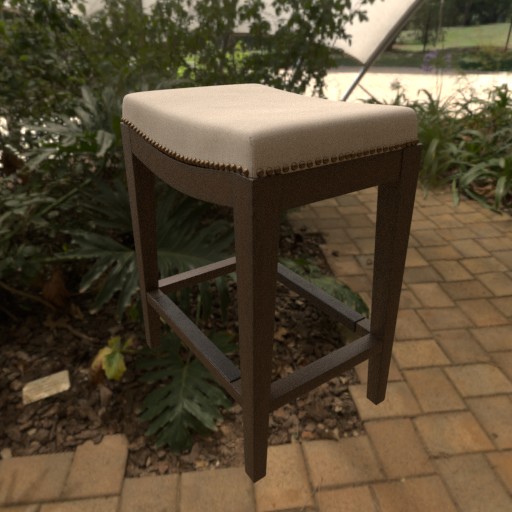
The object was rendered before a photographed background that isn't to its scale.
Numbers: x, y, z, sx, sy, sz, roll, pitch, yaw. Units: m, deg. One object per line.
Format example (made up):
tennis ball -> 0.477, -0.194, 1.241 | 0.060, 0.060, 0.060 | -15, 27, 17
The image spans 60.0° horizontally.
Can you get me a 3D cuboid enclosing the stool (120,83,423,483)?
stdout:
stool -> 0.000, 0.000, 0.948 | 0.361, 0.642, 0.500 | -18, 32, -31
